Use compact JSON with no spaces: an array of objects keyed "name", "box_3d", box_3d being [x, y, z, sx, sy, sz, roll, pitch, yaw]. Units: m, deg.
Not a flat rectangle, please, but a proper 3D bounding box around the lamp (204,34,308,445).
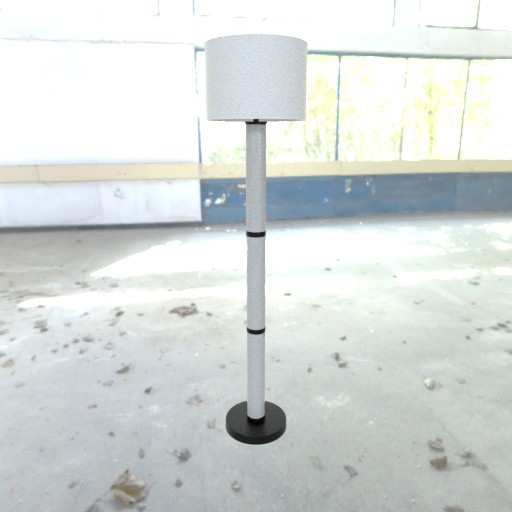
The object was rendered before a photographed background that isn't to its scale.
[{"name":"lamp","box_3d":[0.000,0.000,1.819,0.377,1.599,0.377,-2,16,-8]}]
